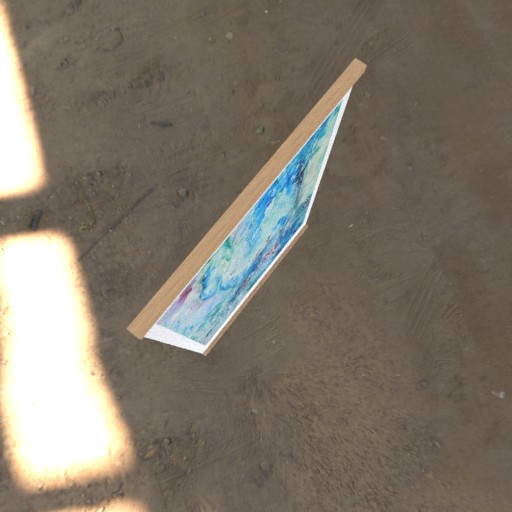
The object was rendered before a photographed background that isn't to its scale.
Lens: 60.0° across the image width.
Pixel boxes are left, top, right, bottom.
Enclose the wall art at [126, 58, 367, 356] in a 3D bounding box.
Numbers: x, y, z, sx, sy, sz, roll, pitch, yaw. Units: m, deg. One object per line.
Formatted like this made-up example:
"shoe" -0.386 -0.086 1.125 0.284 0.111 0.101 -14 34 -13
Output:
"wall art" 0.000 0.000 1.299 0.027 1.020 0.669 37 79 9
